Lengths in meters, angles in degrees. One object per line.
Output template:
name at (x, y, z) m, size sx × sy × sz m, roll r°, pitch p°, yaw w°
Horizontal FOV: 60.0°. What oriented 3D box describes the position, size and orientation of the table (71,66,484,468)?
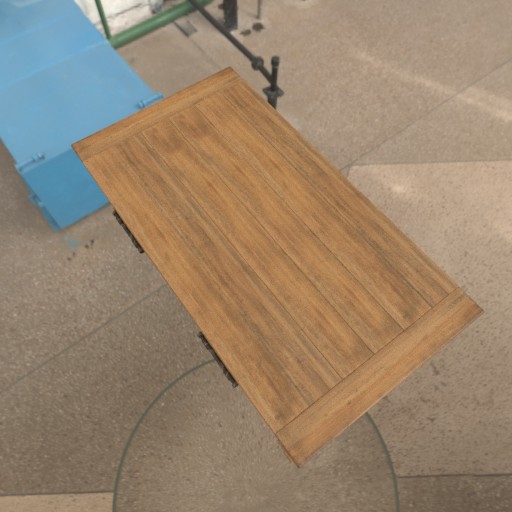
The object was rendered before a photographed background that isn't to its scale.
table at (0.000, 0.000, 1.620) m, size 0.693 × 0.494 × 1.270 m, roll -33°, pitch 67°, yaw -16°
